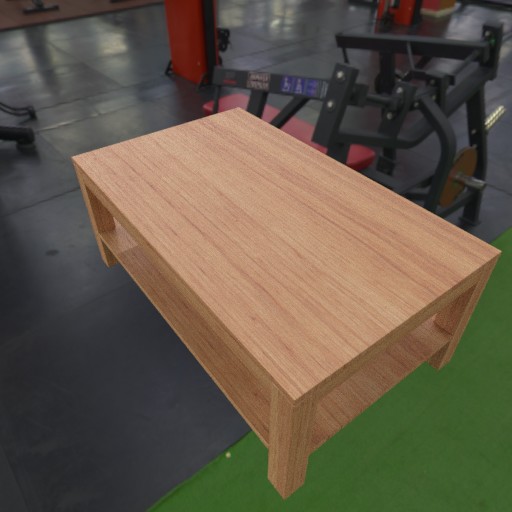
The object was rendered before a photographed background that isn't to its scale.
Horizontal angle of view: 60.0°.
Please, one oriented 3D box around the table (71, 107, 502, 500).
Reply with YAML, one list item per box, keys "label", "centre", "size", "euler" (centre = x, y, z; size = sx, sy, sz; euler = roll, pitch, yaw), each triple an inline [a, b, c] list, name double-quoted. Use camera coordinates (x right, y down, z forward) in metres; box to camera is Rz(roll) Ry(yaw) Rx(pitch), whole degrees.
- label: "table"
  centre: [0.000, 0.000, 1.457]
  size: [0.695, 0.457, 1.146]
  euler: [-26, 47, -27]
